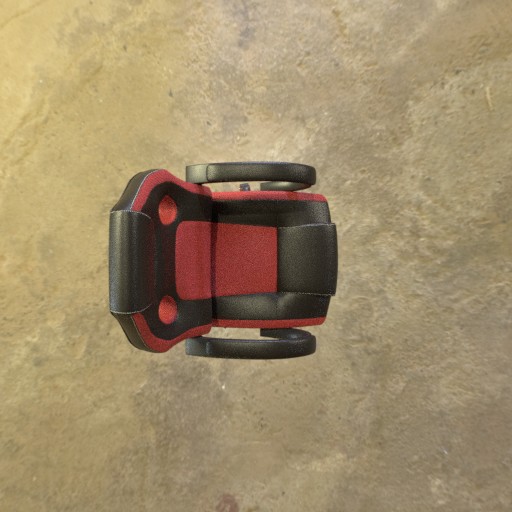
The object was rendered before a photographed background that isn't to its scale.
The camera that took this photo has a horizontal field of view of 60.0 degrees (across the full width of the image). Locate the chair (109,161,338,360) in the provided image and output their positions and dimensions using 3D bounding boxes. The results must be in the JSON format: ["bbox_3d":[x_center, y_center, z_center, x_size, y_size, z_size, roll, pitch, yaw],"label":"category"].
[{"bbox_3d":[0.000,0.000,1.708,0.783,1.189,0.750,0,90,-1],"label":"chair"}]
